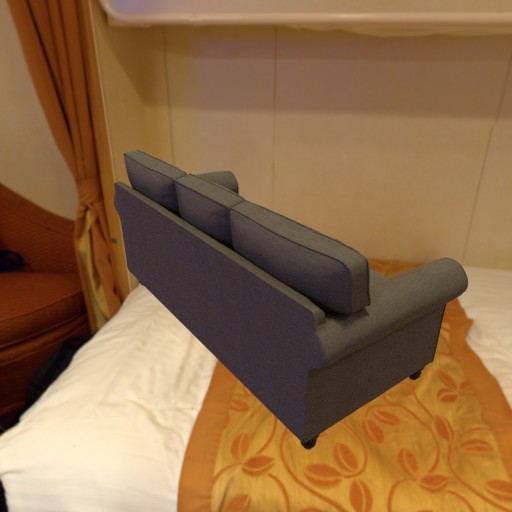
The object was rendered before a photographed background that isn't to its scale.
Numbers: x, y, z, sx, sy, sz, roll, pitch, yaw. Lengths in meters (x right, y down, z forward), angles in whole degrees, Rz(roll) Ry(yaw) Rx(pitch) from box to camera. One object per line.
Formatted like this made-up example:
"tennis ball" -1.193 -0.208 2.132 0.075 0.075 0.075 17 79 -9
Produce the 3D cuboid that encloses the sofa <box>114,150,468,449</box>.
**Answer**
"sofa" 0.000 0.000 2.575 0.909 0.966 2.084 -18 31 -32
